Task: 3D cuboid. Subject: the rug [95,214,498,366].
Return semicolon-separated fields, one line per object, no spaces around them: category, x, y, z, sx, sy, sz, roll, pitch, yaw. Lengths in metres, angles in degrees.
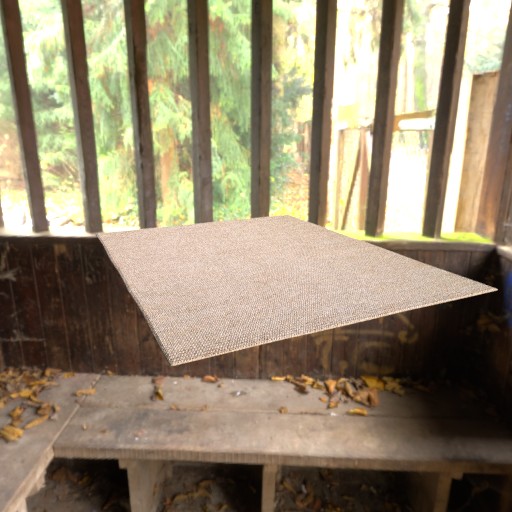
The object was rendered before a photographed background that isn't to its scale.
rug;0.000;0.000;3.999;2.406;0.012;3.034;-8;18;-25
